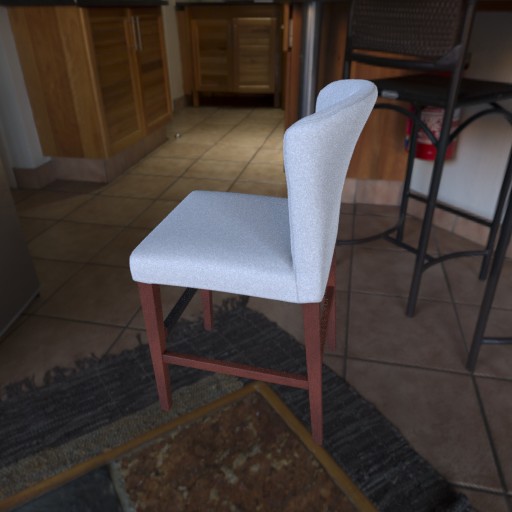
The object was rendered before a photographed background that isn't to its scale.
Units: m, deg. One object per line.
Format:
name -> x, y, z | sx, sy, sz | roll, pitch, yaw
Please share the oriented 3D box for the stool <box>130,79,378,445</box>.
stool -> 0.000, 0.000, 1.299 | 0.568, 0.968, 0.479 | 7, 31, 12
